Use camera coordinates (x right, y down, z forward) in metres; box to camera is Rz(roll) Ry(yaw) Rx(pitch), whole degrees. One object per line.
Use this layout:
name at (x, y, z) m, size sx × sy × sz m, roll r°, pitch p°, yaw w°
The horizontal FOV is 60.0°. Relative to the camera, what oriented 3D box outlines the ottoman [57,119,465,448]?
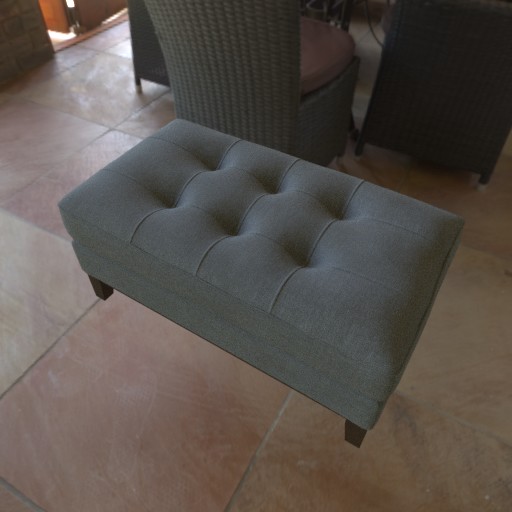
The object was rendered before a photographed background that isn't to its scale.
ottoman at (0.000, 0.000, 1.503) m, size 1.143 × 0.514 × 0.648 m, roll 24°, pitch 51°, yaw 22°
